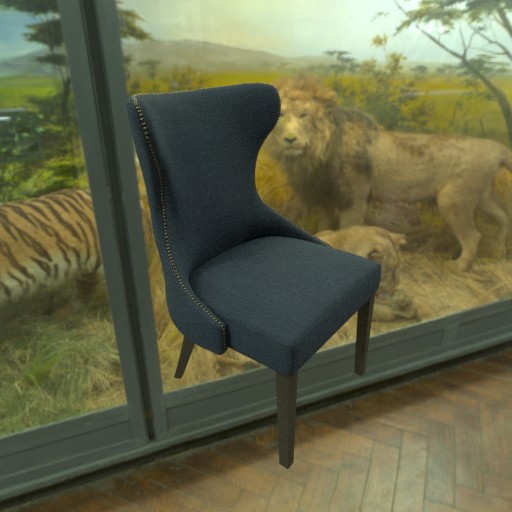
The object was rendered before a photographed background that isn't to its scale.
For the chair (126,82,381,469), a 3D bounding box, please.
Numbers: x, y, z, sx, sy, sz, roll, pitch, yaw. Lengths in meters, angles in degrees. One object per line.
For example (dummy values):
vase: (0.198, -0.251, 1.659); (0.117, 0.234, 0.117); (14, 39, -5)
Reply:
chair: (0.000, 0.000, 1.388); (0.635, 0.967, 0.628); (19, 32, 33)
